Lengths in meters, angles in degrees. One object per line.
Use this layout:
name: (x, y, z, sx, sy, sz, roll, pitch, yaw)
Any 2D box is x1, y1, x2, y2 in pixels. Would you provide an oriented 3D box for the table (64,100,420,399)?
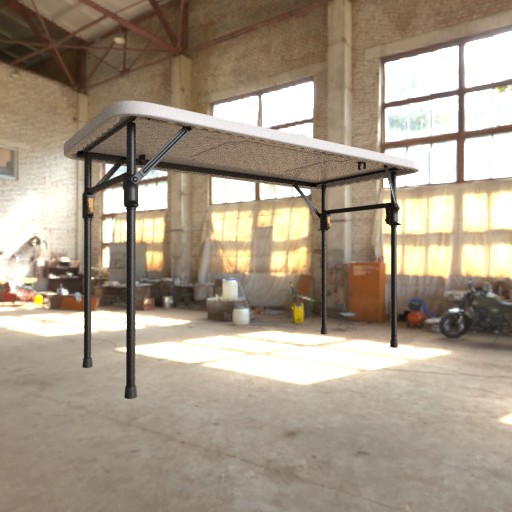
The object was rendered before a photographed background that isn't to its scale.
table: (0.000, 0.000, 1.614, 1.219, 0.729, 0.610, 0, 0, -36)
